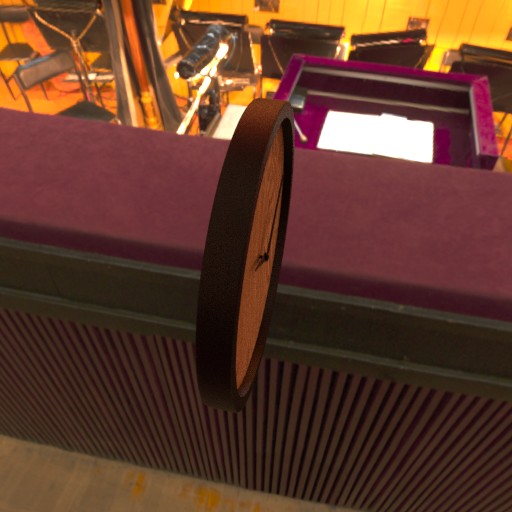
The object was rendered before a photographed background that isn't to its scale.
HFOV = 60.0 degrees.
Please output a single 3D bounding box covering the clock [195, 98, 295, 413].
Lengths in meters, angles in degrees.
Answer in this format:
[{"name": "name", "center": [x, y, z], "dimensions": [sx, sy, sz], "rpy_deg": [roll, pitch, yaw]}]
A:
[{"name": "clock", "center": [0.000, 0.000, 0.467], "dimensions": [0.029, 0.314, 0.314], "rpy_deg": [9, 48, 8]}]
